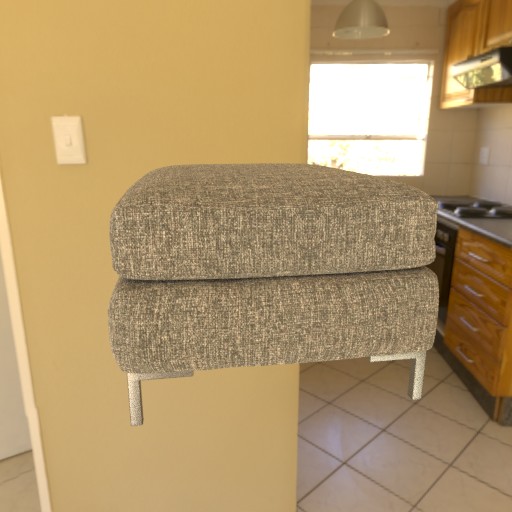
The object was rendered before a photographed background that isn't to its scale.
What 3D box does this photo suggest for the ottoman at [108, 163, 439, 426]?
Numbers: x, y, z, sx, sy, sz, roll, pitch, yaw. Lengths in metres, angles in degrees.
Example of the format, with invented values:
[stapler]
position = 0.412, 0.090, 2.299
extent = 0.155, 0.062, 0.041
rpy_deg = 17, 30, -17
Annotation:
[ottoman]
position = 0.000, 0.000, 1.214
extent = 0.683, 0.480, 0.828
rpy_deg = -2, 15, -9
